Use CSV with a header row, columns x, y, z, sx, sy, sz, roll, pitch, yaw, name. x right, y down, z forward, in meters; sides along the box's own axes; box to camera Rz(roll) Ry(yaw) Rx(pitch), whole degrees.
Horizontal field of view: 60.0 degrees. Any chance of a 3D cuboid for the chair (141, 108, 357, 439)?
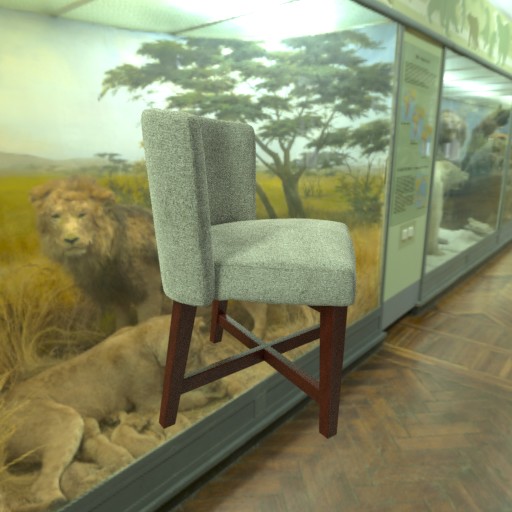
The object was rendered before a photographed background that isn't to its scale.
x,y,z,sx,sy,sz,roll,pitch,yaw,name
0.000,0.000,1.313,0.575,0.827,0.728,2,15,9,chair
